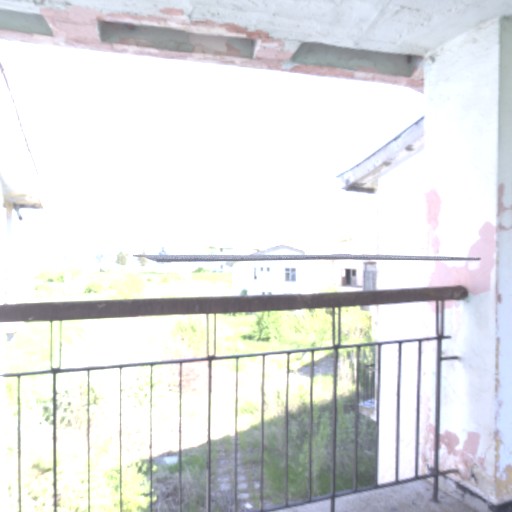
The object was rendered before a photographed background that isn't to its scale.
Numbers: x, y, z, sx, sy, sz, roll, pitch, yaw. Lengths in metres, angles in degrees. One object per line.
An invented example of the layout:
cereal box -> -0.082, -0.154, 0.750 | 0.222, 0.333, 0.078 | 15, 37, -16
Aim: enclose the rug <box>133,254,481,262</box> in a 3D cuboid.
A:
rug -> 0.000, 0.000, 2.278 | 1.159, 0.021, 1.789 | 0, 1, -17
